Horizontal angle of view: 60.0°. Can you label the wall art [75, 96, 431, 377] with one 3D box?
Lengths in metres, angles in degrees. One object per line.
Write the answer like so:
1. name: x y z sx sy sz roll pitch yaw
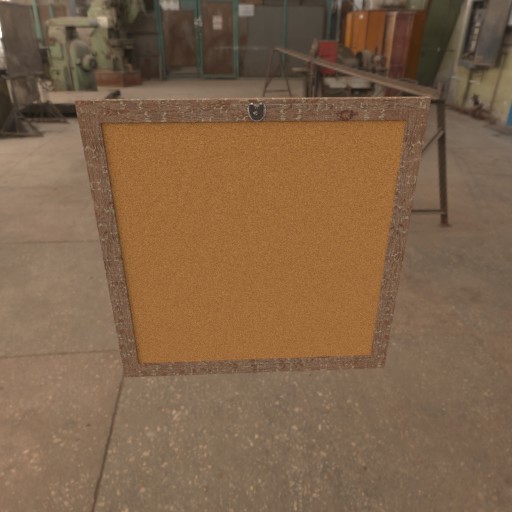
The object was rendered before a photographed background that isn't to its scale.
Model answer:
1. wall art: 0.000 0.000 0.569 0.384 0.384 0.012 -1 28 -3
